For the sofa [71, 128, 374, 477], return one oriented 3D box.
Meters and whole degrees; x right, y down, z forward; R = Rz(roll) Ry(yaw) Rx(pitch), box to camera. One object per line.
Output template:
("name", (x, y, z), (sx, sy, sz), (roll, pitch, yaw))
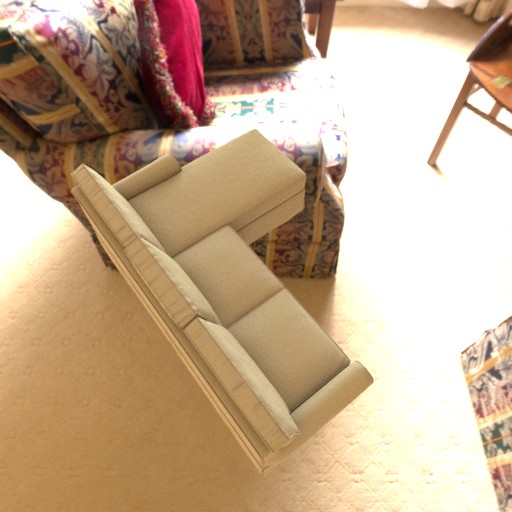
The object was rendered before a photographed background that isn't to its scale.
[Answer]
("sofa", (0.000, 0.000, 3.386), (1.733, 0.978, 2.475), (-33, 64, -18))
